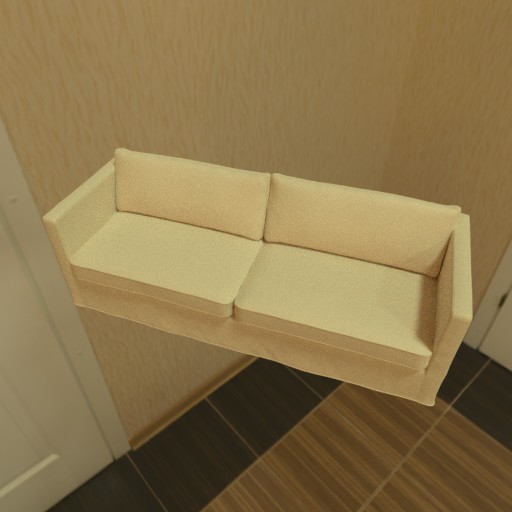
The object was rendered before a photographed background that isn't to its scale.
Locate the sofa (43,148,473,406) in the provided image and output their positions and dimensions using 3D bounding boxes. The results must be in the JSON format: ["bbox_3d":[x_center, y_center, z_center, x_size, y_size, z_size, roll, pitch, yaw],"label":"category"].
[{"bbox_3d":[0.000,0.000,3.221,2.779,0.999,1.036,13,43,14],"label":"sofa"}]
